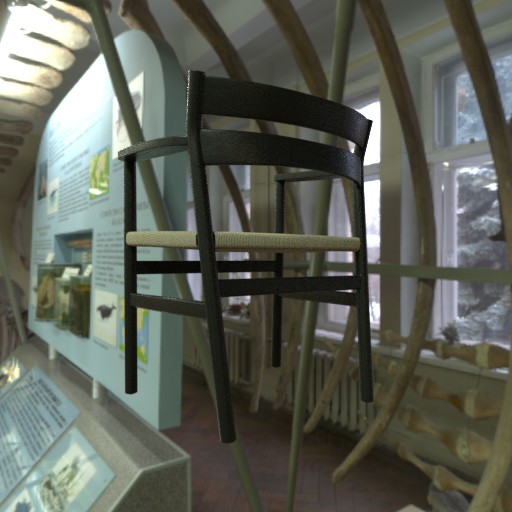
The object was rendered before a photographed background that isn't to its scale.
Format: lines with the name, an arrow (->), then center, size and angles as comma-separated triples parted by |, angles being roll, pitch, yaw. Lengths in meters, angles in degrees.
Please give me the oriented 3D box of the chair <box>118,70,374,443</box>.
chair -> 0.000, 0.000, 1.207 | 0.630, 0.775, 0.508 | 0, -1, -36
